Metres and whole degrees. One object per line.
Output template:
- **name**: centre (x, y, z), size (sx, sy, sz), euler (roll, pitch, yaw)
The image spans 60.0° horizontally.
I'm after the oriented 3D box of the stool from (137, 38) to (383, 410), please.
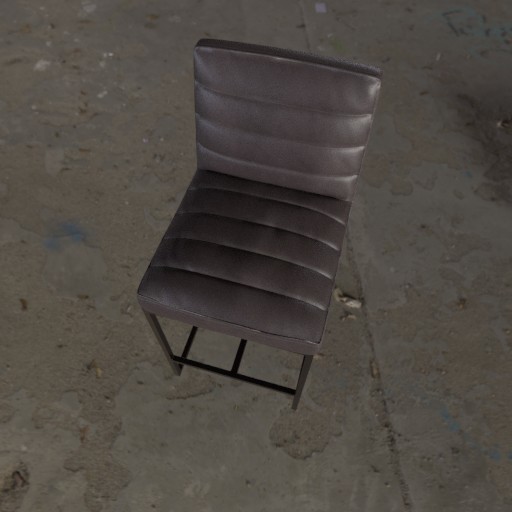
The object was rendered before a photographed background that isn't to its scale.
- **stool**: centre (0.000, 0.000, 1.265), size (0.463, 0.946, 0.562), euler (14, 59, 8)
